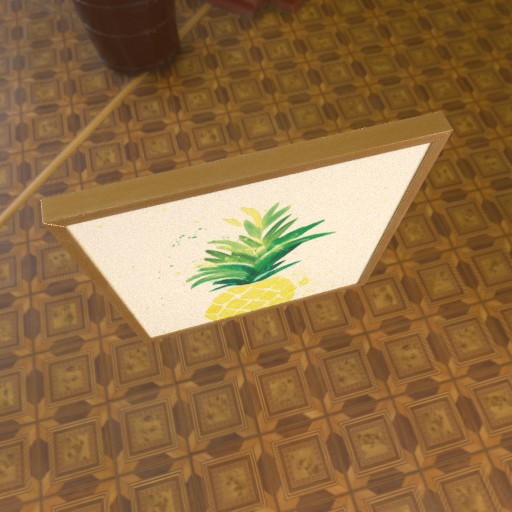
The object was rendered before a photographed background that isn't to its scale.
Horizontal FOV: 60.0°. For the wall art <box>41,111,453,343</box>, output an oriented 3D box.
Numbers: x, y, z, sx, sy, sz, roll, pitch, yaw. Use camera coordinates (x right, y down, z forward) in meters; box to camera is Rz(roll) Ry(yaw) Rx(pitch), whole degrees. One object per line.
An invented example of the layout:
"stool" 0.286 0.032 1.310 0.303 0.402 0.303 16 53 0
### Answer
"wall art" 0.000 0.000 0.766 0.510 0.509 0.033 -14 64 -7
